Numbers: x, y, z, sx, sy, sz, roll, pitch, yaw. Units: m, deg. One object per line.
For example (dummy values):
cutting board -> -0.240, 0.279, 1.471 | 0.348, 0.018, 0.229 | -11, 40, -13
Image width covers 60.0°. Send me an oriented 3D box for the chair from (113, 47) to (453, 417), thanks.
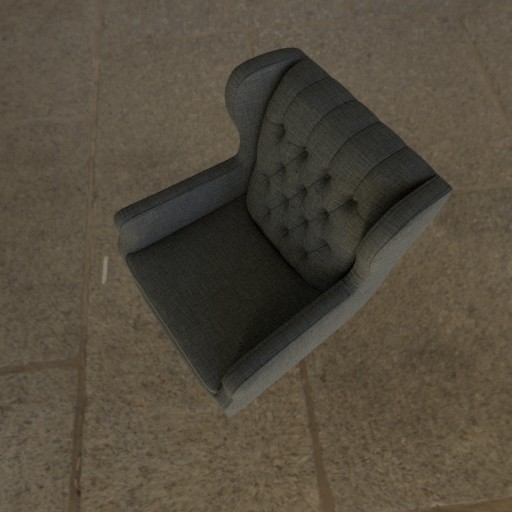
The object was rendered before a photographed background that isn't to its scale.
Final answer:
chair -> 0.000, 0.000, 1.495 | 0.775, 0.953, 0.711 | -33, 69, -15
